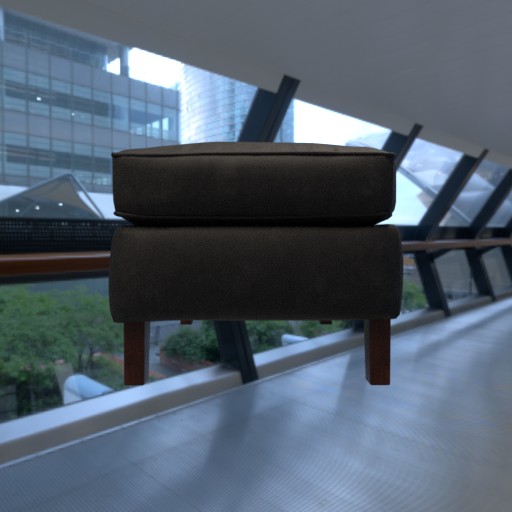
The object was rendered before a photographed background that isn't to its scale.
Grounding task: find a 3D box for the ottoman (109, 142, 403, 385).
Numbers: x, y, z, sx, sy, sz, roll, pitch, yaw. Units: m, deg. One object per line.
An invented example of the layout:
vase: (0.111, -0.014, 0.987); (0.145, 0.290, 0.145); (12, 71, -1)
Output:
ottoman: (0.000, 0.000, 1.014); (0.501, 0.413, 0.665); (0, 2, 0)
